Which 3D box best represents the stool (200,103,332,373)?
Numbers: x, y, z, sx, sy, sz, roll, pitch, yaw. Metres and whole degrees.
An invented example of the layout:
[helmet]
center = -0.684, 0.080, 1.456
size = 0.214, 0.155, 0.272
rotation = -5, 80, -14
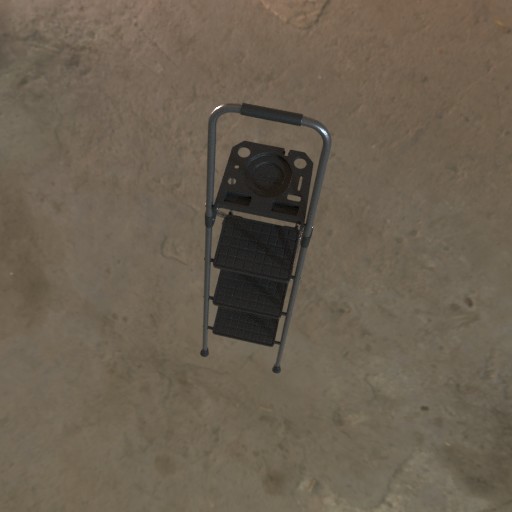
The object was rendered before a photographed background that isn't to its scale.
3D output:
[stool]
center = 0.000, 0.000, 1.601
size = 0.396, 1.277, 0.733
rotation = 12, 74, 3
